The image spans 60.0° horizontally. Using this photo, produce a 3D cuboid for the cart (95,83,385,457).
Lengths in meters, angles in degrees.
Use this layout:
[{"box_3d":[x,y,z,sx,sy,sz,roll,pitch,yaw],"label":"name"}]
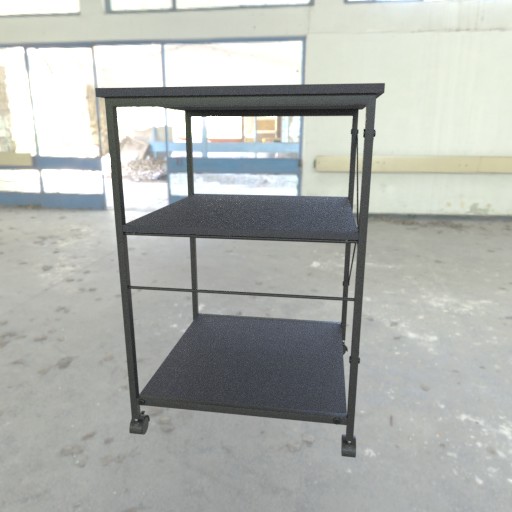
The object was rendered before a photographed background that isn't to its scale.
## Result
[{"box_3d":[0.000,0.000,1.128,0.520,0.762,0.521,2,15,9],"label":"cart"}]
